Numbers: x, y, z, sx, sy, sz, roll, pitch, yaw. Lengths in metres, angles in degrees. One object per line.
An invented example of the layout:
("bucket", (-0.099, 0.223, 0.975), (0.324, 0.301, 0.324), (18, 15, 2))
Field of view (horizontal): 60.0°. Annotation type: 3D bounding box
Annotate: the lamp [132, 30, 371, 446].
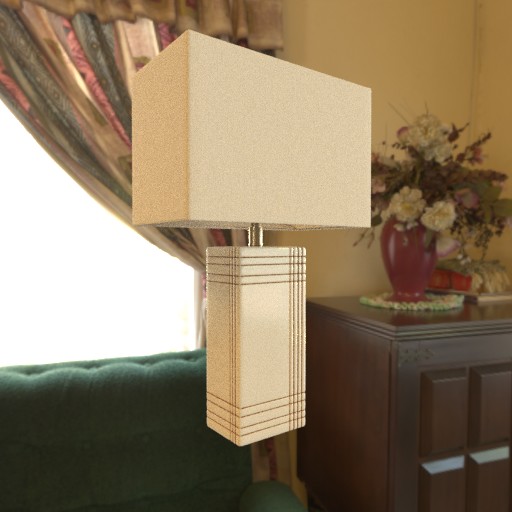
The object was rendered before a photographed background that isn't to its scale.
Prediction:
("lamp", (0.000, 0.000, 0.699), (0.334, 0.543, 0.182), (-1, 1, -36))
